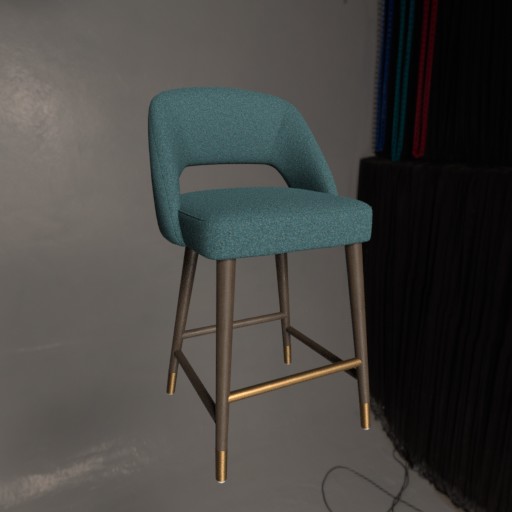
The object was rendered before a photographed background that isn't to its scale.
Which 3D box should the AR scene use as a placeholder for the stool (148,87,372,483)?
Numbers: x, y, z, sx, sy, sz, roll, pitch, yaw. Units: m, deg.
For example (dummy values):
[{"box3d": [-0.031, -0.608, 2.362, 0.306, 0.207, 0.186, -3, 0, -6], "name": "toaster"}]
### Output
[{"box3d": [0.000, 0.000, 1.246, 0.536, 0.939, 0.522, -7, 16, -26], "name": "stool"}]
